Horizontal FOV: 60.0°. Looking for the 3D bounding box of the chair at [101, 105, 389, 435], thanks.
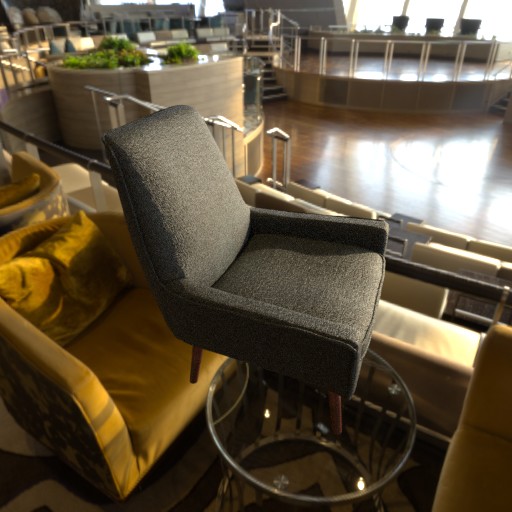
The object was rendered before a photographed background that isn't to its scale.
[{"bbox_3d":[0.000,0.000,1.533,0.859,0.883,0.763,11,32,17],"label":"chair"}]
